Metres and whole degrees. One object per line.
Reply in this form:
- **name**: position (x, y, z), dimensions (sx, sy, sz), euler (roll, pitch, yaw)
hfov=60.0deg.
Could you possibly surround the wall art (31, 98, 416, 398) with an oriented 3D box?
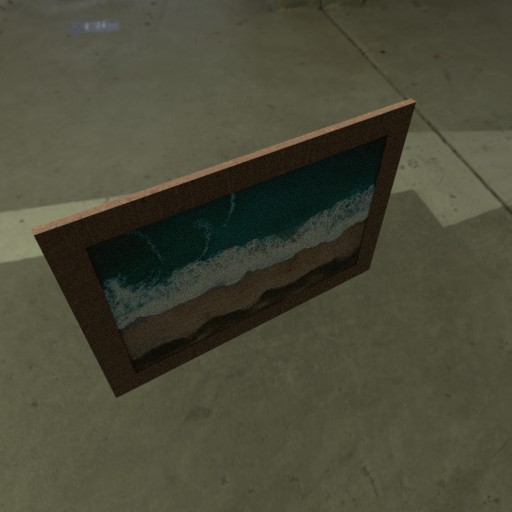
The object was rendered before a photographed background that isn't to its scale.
- **wall art**: position (0.000, 0.000, 1.167), dimensions (0.917, 0.626, 0.019), euler (-24, 51, -21)
